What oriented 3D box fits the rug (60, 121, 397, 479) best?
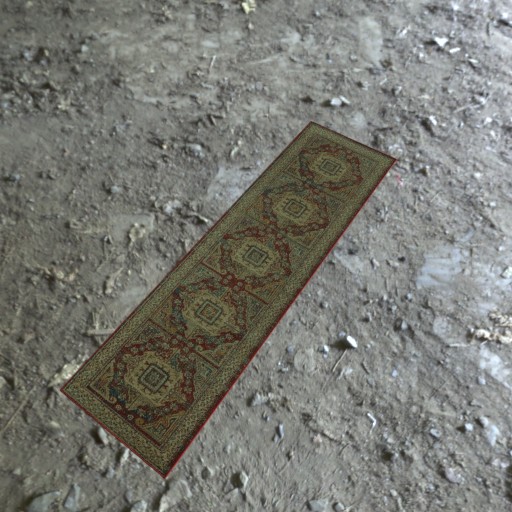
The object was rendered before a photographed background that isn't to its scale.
[{"bbox_3d":[0.000,0.000,2.492,0.659,0.015,2.292,30,62,18],"label":"rug"}]
